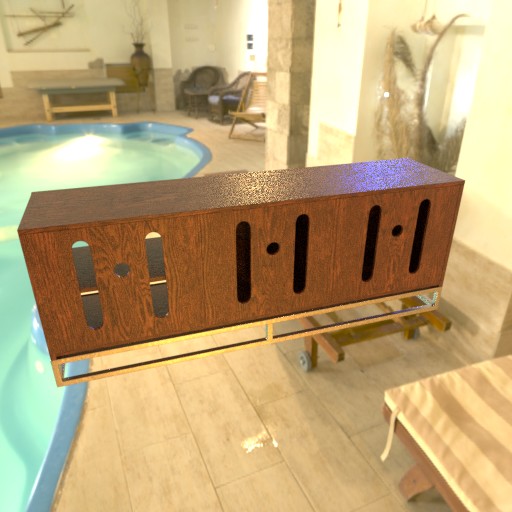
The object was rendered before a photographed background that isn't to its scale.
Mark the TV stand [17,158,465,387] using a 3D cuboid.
[{"bbox_3d":[0.000,0.000,1.748,1.541,0.578,0.382,-8,28,-16],"label":"TV stand"}]
